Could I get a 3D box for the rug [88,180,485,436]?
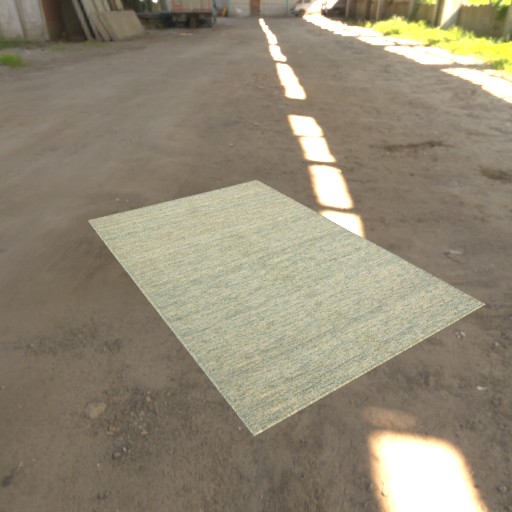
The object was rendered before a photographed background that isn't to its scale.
[{"bbox_3d":[0.000,0.000,2.359,1.250,0.015,1.850,-19,35,-29],"label":"rug"}]
